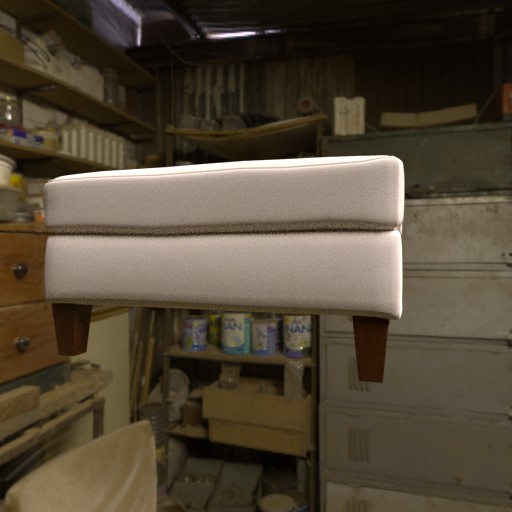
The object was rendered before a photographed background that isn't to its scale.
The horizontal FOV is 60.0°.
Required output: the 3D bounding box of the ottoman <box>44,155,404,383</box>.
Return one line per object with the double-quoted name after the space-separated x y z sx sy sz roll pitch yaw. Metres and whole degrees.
0.000 0.000 1.330 0.838 0.479 0.838 0 1 18 "ottoman"
